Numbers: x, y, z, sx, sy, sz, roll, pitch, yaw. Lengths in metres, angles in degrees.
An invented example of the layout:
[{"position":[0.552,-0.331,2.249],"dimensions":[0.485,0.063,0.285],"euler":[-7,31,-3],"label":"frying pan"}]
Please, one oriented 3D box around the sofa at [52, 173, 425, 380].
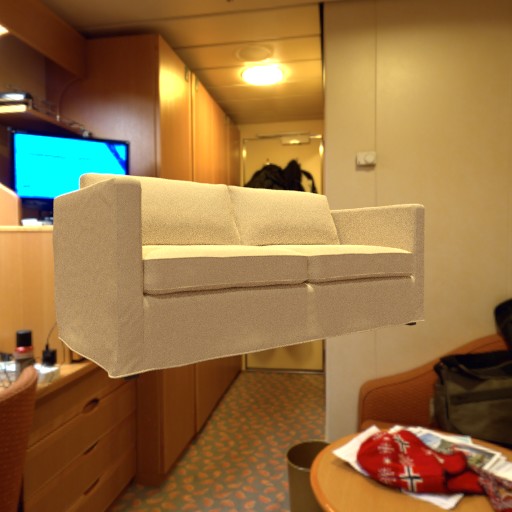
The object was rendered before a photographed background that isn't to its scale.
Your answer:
[{"position":[0.000,0.000,2.526],"dimensions":[1.987,0.870,0.940],"euler":[-1,2,-37],"label":"sofa"}]
